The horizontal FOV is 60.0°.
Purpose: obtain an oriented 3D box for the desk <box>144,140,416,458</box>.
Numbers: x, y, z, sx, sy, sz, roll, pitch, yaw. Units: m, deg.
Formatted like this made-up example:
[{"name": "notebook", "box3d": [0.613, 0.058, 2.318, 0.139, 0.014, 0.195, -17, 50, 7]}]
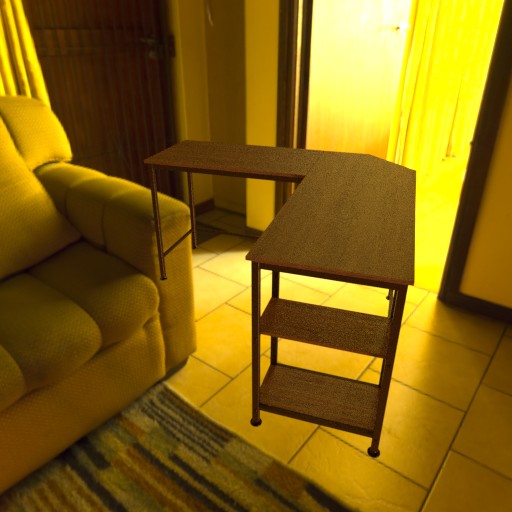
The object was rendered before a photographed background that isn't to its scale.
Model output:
[{"name": "desk", "box3d": [0.000, 0.000, 2.177, 1.379, 0.739, 1.379, 9, 29, 16]}]
